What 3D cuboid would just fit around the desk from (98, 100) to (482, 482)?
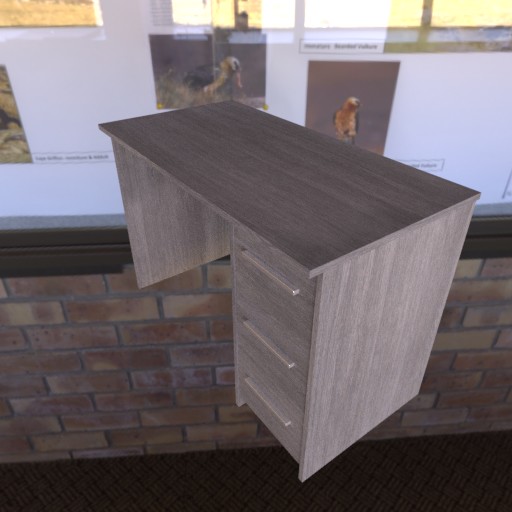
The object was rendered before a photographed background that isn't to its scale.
[{"bbox_3d":[0.000,0.000,1.513,0.560,0.735,1.097,-22,39,-30],"label":"desk"}]
